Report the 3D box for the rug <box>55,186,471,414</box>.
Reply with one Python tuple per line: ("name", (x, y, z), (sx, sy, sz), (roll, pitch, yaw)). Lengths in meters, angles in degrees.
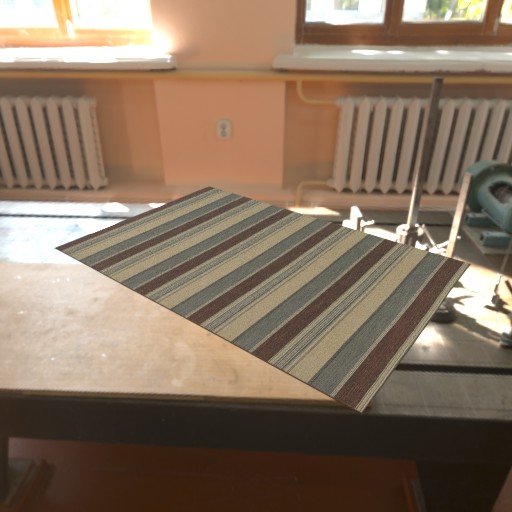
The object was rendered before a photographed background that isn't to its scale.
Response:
("rug", (0.000, 0.000, 2.332), (1.829, 0.008, 1.219), (21, 35, 33))
